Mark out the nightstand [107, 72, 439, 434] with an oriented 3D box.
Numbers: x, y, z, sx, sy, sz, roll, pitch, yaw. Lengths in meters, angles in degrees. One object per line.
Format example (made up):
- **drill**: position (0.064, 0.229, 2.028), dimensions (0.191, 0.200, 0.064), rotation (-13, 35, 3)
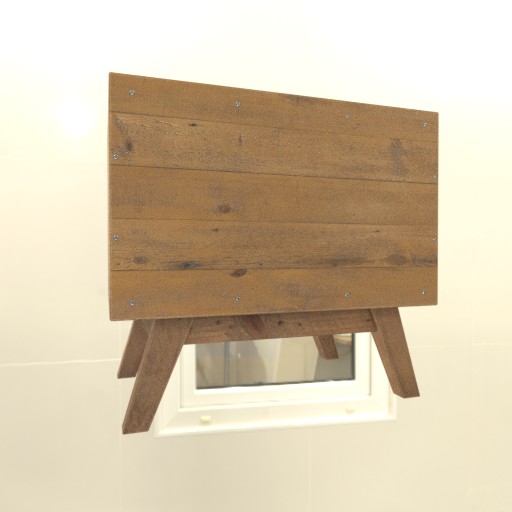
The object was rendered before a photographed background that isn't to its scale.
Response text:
- **nightstand**: position (0.000, 0.000, 1.030), dimensions (0.650, 0.599, 0.450), rotation (0, 1, -19)
